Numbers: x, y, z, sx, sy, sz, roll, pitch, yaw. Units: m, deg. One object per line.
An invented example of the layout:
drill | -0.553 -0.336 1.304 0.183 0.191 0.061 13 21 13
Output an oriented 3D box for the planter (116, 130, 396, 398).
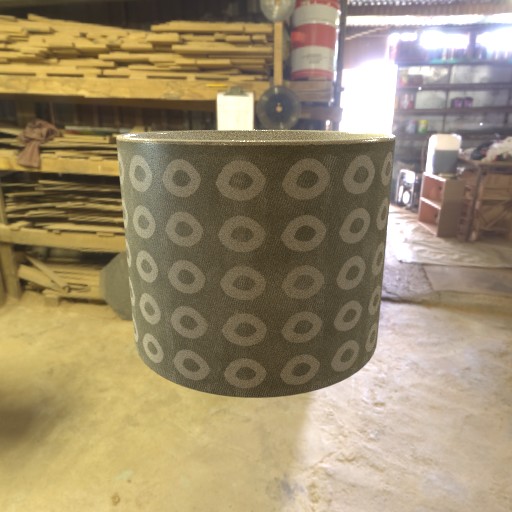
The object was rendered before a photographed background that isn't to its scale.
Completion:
planter | 0.000 0.000 0.449 0.250 0.239 0.250 0 17 0
